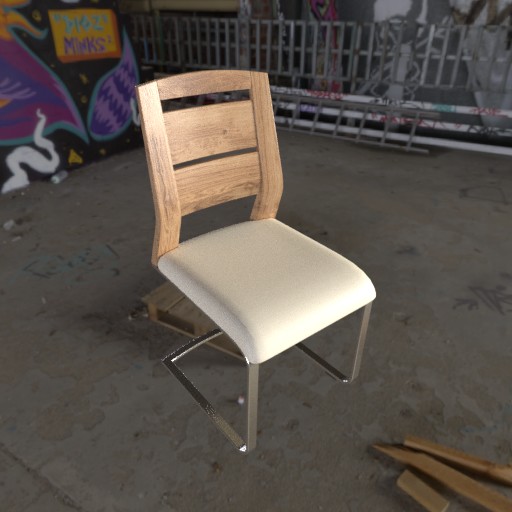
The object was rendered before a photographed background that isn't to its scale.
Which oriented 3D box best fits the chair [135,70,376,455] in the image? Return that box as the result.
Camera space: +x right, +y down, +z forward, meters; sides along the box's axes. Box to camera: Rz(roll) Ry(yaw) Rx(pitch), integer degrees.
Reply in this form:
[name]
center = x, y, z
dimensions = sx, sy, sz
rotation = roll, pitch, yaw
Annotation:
[chair]
center = 0.000, 0.000, 1.288
dimensions = 0.457, 0.955, 0.561
rotation = -21, 36, -33
